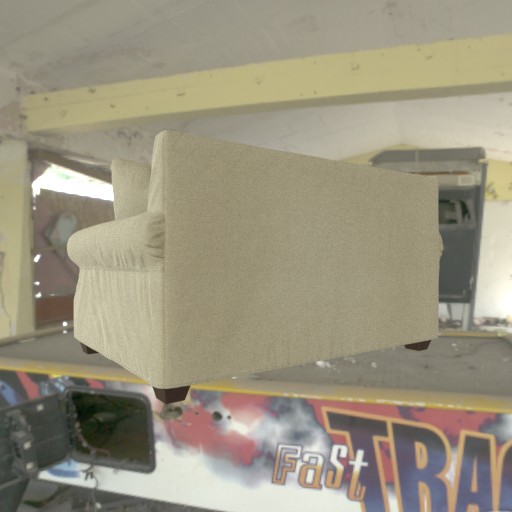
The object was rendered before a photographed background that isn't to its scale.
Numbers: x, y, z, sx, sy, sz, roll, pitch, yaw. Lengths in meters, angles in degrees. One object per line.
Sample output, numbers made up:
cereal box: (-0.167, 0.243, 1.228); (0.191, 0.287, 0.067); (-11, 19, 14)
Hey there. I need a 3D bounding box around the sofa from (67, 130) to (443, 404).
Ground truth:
sofa: (0.000, 0.000, 2.127); (1.550, 0.905, 1.070); (0, 0, -36)
